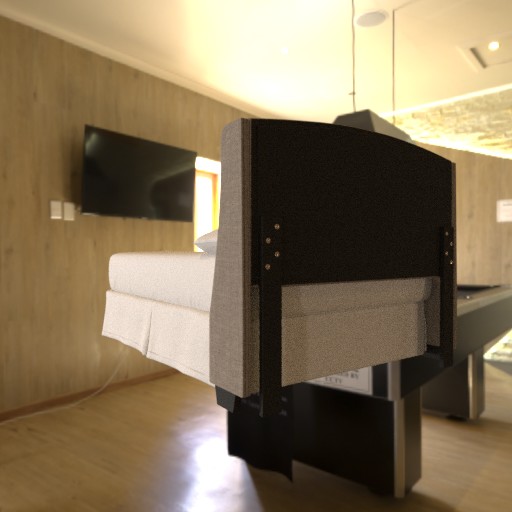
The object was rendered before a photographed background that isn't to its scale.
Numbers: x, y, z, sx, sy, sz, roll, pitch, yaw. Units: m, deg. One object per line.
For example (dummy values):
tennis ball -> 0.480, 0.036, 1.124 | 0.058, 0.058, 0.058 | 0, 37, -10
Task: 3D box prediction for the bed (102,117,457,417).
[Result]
bed -> 0.000, 0.000, 3.317 | 1.710, 1.407, 2.237 | 0, 1, -36
